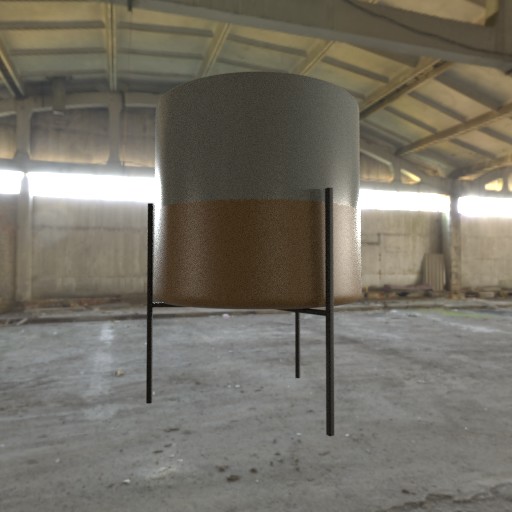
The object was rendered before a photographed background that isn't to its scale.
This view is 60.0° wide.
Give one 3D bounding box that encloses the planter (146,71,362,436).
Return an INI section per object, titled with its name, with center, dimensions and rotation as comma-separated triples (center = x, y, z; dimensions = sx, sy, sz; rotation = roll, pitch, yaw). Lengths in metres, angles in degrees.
[planter]
center = 0.000, 0.000, 0.661
dimensions = 0.310, 0.432, 0.310
rotation = 1, -2, -18
